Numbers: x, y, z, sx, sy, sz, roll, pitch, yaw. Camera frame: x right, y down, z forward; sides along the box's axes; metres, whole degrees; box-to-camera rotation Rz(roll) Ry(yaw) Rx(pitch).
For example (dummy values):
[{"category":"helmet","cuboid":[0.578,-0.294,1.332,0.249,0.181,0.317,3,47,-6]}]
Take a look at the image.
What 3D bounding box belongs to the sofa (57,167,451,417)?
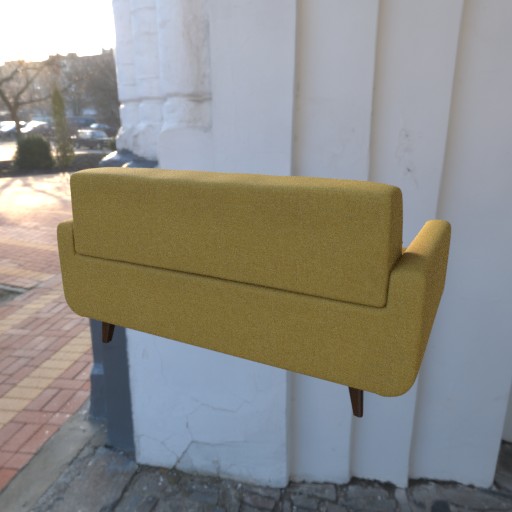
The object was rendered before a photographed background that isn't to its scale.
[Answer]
[{"category":"sofa","cuboid":[0.000,0.000,2.110,1.631,0.841,0.909,8,18,26]}]
